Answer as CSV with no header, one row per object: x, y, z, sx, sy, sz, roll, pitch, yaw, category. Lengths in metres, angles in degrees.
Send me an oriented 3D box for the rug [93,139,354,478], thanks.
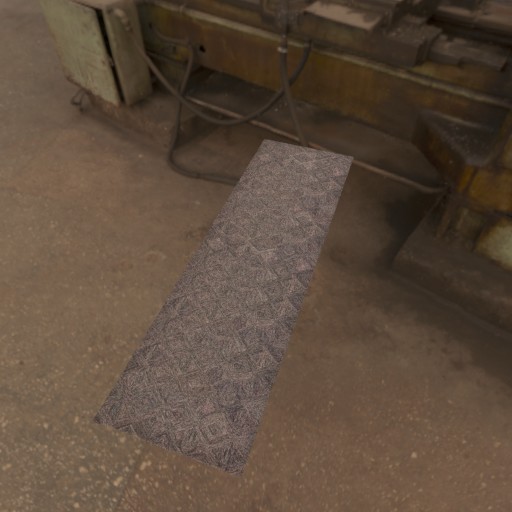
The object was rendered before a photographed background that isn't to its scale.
0.000,0.000,2.567,0.691,0.011,2.296,15,50,13,rug
